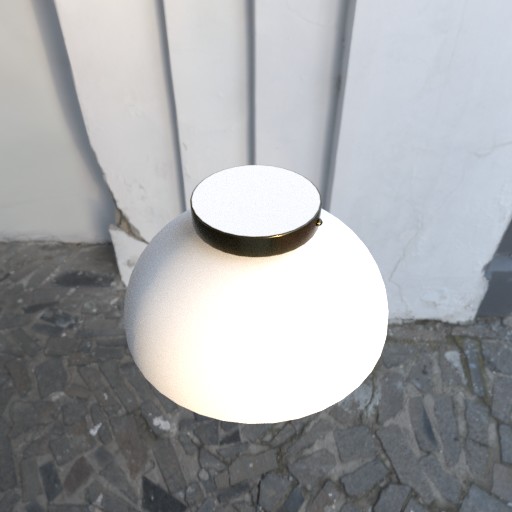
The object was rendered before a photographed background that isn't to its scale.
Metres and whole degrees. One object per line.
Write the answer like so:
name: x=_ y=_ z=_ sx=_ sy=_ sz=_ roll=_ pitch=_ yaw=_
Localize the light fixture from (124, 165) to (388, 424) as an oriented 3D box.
light fixture: x=0.000 y=0.000 z=0.559 sx=0.355 sy=0.177 sz=0.355 roll=0 pitch=41 yaw=0
